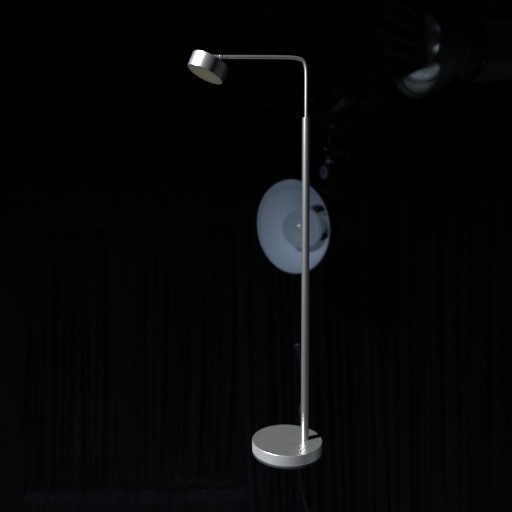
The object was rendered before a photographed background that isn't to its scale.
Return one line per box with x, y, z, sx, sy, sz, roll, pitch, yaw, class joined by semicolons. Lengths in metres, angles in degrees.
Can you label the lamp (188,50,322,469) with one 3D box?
0.000;0.000;1.392;0.421;1.250;0.222;0;2;0;lamp
